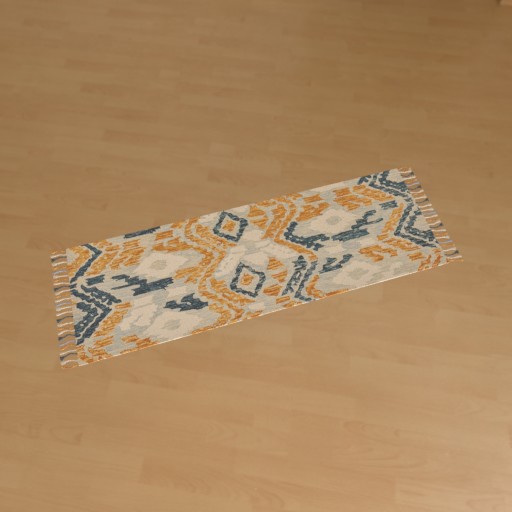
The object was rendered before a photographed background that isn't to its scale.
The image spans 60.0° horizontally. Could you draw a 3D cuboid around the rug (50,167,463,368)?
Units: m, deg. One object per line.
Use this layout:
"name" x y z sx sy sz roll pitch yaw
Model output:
"rug" 0.000 0.000 2.738 2.437 0.010 0.783 -15 63 -8
